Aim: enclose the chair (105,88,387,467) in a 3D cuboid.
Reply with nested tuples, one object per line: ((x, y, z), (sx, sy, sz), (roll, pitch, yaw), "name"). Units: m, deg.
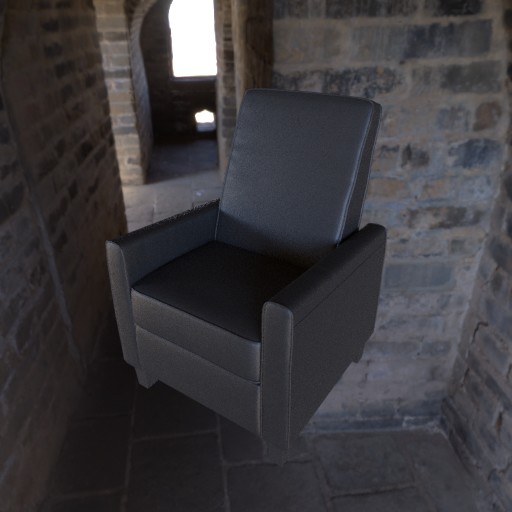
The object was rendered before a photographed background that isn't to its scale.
((0.000, 0.000, 1.538), (0.705, 1.013, 0.746), (18, 33, 30), "chair")
